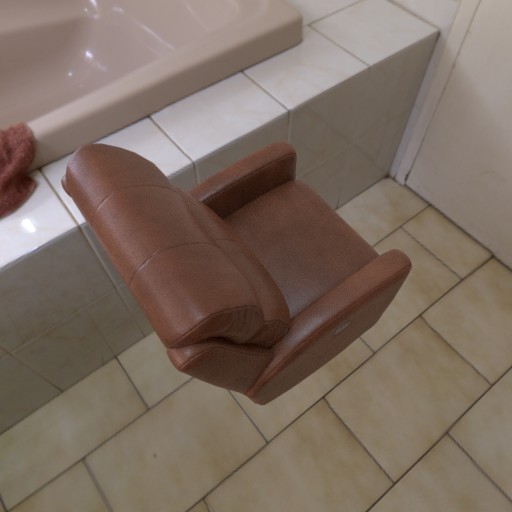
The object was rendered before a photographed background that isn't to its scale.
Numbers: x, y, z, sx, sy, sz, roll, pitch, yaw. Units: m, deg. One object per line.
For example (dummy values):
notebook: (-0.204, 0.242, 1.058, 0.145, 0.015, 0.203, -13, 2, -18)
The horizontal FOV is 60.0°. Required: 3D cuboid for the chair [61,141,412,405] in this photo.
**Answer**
chair: (0.000, 0.000, 1.645, 0.939, 1.016, 0.787, -31, 63, -18)
